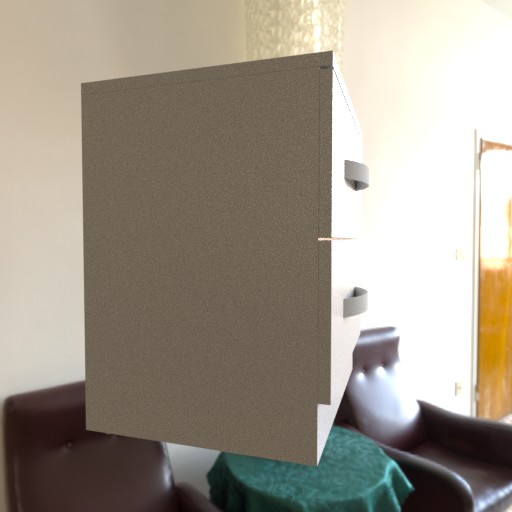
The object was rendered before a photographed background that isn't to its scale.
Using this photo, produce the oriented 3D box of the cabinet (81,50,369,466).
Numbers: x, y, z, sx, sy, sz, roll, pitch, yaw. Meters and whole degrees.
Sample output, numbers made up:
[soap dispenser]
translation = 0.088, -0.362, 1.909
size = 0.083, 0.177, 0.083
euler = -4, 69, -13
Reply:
[cabinet]
translation = 0.000, 0.000, 0.733
size = 0.360, 0.470, 0.400
euler = 1, 2, 18
